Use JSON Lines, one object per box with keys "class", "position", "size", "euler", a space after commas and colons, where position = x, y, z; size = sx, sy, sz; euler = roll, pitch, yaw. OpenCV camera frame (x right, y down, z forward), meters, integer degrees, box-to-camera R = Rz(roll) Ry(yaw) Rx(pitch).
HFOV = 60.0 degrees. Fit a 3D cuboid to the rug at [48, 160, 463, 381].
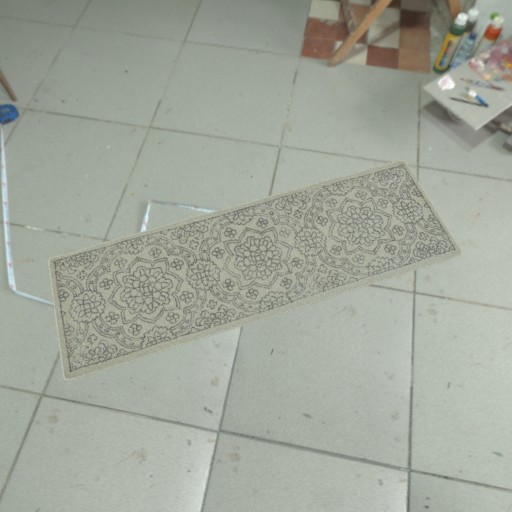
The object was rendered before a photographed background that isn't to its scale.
{"class": "rug", "position": [0.000, 0.000, 2.721], "size": [2.431, 0.006, 0.806], "euler": [-17, 64, -9]}
